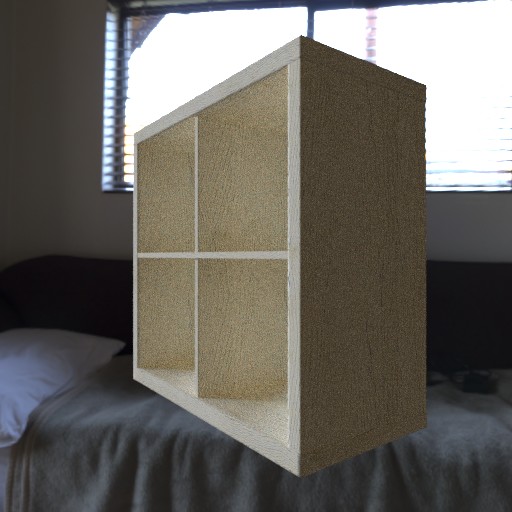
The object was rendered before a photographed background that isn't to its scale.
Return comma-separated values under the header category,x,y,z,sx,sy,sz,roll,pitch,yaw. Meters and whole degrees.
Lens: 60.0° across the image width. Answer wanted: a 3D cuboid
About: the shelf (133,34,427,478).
category,x,y,z,sx,sy,sz,roll,pitch,yaw
shelf,0.000,0.000,1.218,0.390,0.786,0.790,0,0,-37
